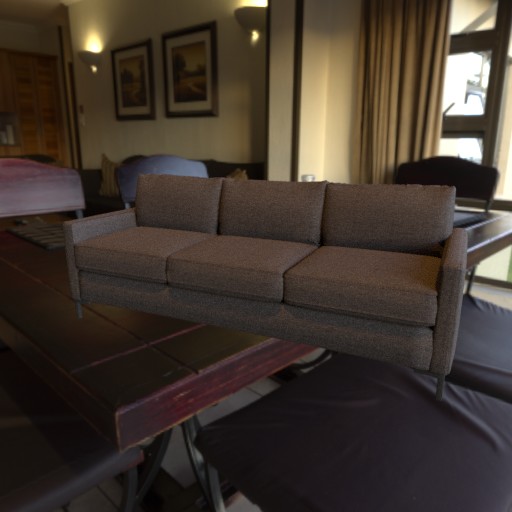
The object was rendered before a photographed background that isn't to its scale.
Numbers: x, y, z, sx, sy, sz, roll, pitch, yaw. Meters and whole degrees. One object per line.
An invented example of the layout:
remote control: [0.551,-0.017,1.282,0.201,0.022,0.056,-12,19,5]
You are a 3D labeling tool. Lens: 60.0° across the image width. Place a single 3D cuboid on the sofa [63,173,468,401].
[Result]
sofa: [0.000,0.000,2.629,2.253,0.882,0.876,7,16,24]
